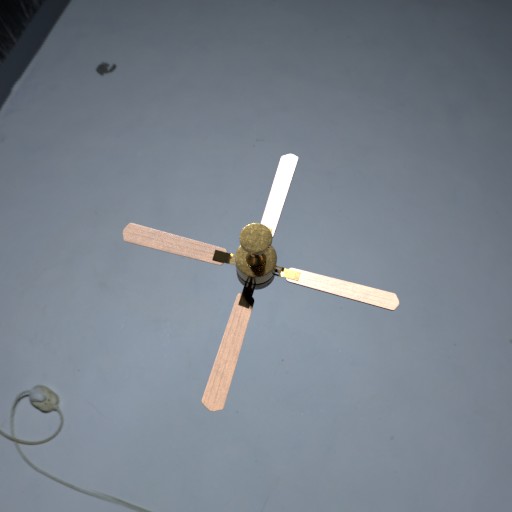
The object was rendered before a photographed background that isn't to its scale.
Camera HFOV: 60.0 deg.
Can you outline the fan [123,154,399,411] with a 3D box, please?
[{"bbox_3d":[0.000,0.000,1.946,1.320,0.355,1.320,15,66,7],"label":"fan"}]
